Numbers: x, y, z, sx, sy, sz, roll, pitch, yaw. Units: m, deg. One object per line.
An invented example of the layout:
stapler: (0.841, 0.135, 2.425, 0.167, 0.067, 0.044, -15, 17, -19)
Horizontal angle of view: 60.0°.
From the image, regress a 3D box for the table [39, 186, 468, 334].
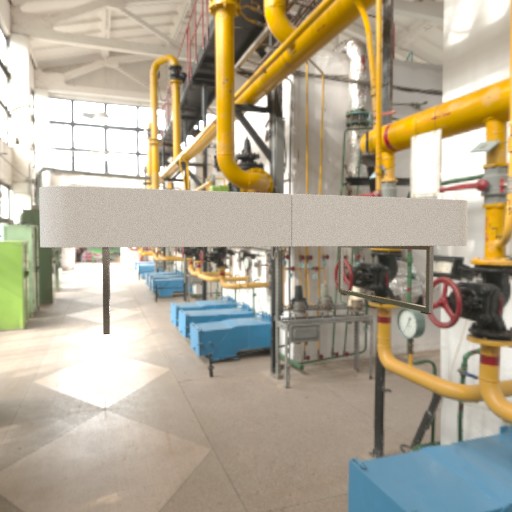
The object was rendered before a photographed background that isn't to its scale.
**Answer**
table: (0.000, 0.000, 1.431, 1.200, 0.340, 0.600, -1, 2, -18)
